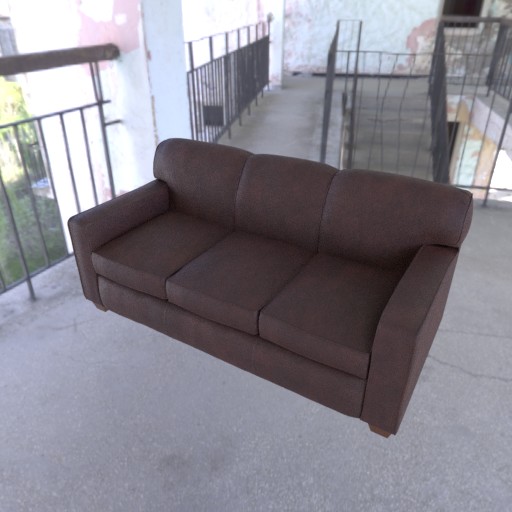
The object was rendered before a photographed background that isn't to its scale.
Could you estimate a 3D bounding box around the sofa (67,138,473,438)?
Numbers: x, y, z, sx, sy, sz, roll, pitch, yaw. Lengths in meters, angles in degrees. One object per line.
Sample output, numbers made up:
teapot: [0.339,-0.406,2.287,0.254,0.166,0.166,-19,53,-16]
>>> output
sofa: [0.000,0.000,2.533,2.039,0.953,1.008,17,34,27]
